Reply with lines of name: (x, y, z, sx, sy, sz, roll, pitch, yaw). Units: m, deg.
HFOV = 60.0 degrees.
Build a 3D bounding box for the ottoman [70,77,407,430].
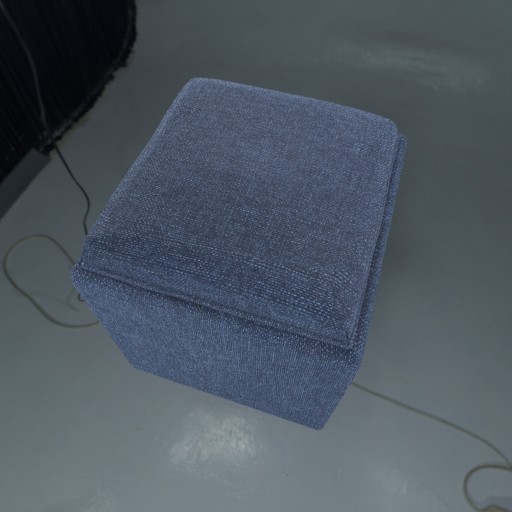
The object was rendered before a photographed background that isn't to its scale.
ottoman: (0.000, 0.000, 0.866, 0.436, 0.493, 0.454, 16, 59, 10)
